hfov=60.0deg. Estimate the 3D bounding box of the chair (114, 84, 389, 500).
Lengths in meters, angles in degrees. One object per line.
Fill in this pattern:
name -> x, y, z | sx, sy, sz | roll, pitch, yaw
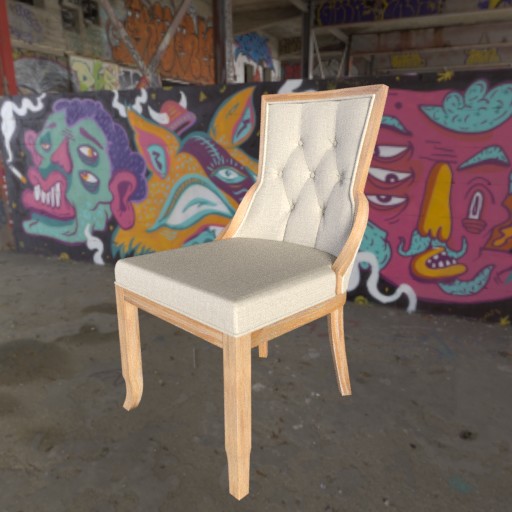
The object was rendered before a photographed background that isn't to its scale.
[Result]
chair -> 0.000, 0.000, 1.292 | 0.524, 0.947, 0.641 | 14, 20, 43
